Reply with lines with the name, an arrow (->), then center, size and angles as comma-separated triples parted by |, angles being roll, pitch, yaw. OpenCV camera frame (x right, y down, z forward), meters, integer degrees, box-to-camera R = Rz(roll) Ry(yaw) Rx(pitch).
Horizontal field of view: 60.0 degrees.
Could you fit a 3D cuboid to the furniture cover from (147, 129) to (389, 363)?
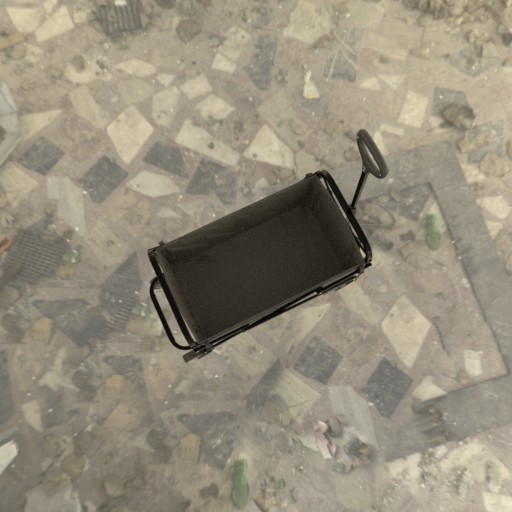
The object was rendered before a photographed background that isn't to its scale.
furniture cover -> 0.000, 0.000, 1.837 | 1.038, 1.295, 0.532 | -26, 78, -6
